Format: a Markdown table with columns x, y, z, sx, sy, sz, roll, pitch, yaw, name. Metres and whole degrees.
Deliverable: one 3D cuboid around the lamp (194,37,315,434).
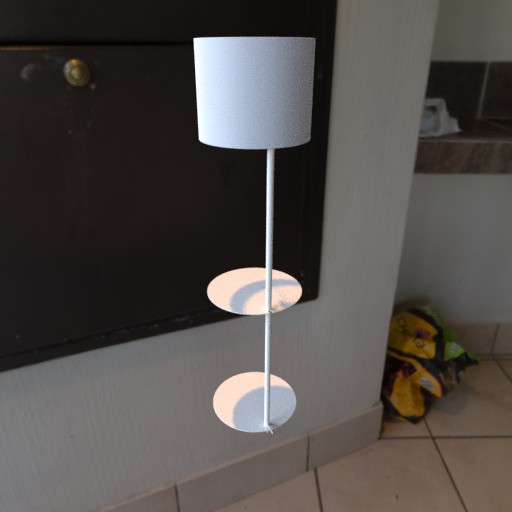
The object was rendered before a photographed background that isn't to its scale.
| x | y | z | sx | sy | sz | roll | pitch | yaw | name |
| --- | --- | --- | --- | --- | --- | --- | --- | --- | --- |
| 0.000 | 0.000 | 1.663 | 0.372 | 1.465 | 0.405 | -8 | 26 | -17 | lamp |
